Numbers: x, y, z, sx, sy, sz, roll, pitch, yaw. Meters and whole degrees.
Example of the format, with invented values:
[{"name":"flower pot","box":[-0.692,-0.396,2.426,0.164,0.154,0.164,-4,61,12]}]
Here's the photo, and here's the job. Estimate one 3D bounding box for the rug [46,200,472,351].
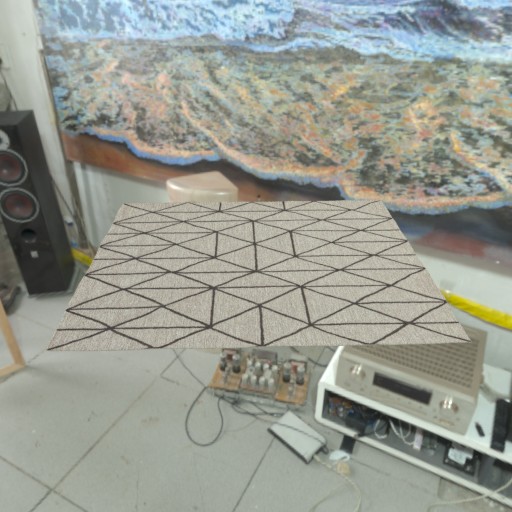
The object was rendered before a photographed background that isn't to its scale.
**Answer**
[{"name":"rug","box":[0.000,0.000,4.188,3.061,0.022,2.468,-1,32,-1]}]
